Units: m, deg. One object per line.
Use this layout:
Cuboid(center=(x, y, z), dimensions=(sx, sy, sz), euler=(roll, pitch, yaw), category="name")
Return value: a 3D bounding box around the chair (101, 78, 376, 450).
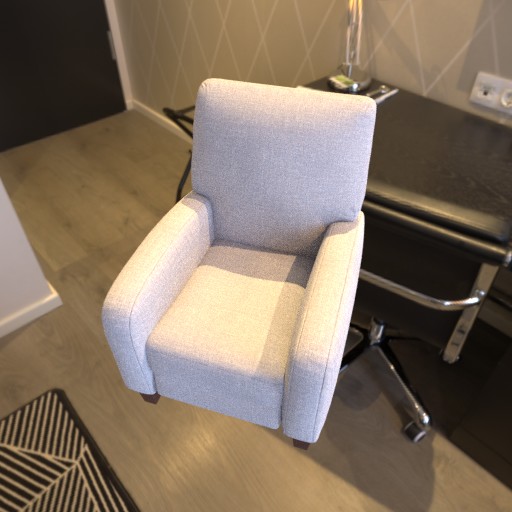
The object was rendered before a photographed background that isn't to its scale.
Cuboid(center=(0.000, 0.000, 1.649), dimensions=(0.762, 0.990, 0.990), euler=(12, 44, 13), category="chair")
